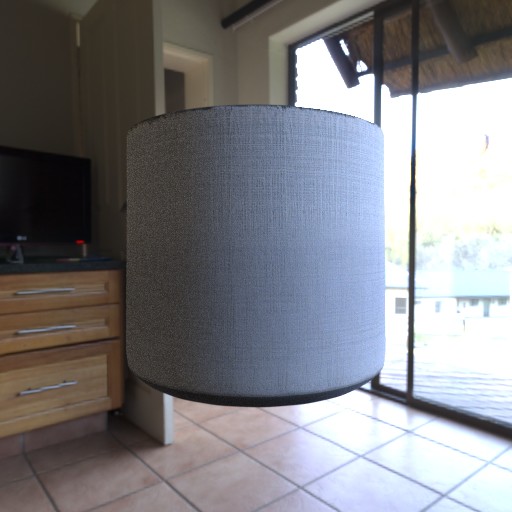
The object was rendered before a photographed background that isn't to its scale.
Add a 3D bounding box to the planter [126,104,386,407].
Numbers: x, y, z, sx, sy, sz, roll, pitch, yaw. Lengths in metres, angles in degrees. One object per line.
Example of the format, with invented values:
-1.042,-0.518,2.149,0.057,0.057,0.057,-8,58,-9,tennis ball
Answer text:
0.000,0.000,0.390,0.221,0.201,0.221,0,2,0,planter
